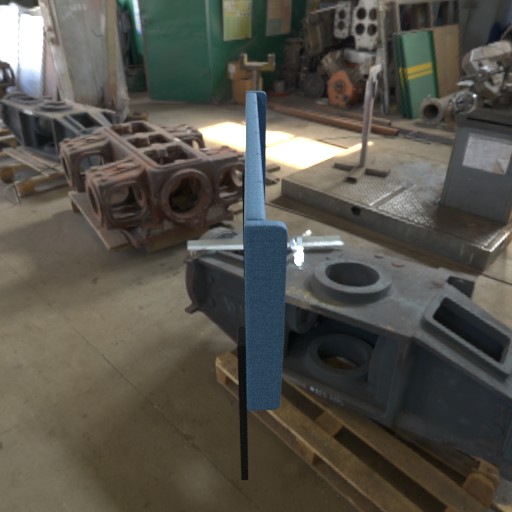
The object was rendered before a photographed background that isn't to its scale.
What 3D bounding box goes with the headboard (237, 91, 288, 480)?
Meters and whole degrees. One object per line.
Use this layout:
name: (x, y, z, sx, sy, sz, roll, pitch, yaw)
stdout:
headboard: (0.000, 0.000, 2.732, 0.184, 1.524, 2.051, 0, 32, -1)
